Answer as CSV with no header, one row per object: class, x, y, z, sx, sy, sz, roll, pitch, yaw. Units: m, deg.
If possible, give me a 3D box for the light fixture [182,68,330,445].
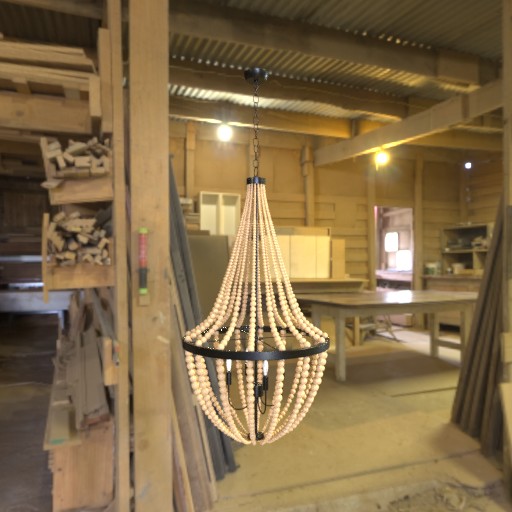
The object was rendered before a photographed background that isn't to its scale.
light fixture,0.000,0.000,1.372,0.450,1.133,0.450,0,0,0
